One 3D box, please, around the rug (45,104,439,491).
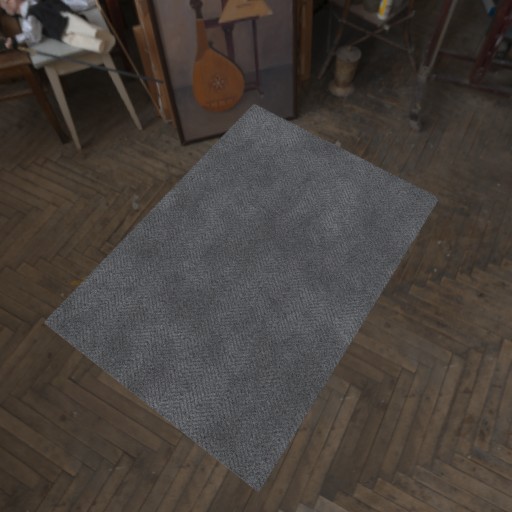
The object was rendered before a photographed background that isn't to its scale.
[{"bbox_3d":[0.000,0.000,2.918,1.600,0.008,2.235,32,67,15],"label":"rug"}]
